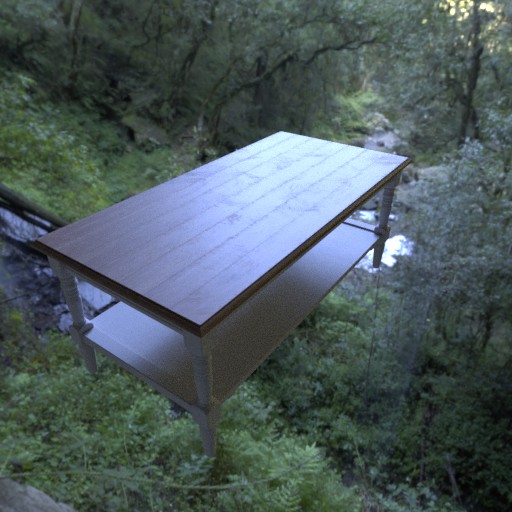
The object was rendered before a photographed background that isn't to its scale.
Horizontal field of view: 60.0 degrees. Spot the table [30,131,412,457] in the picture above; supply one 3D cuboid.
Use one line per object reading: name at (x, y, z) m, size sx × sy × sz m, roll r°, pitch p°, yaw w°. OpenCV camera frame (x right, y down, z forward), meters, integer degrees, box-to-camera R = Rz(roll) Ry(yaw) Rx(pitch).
table at (0.000, 0.000, 1.443) m, size 0.559 × 0.458 × 1.118 m, roll 21°, pitch 38°, yaw 30°
